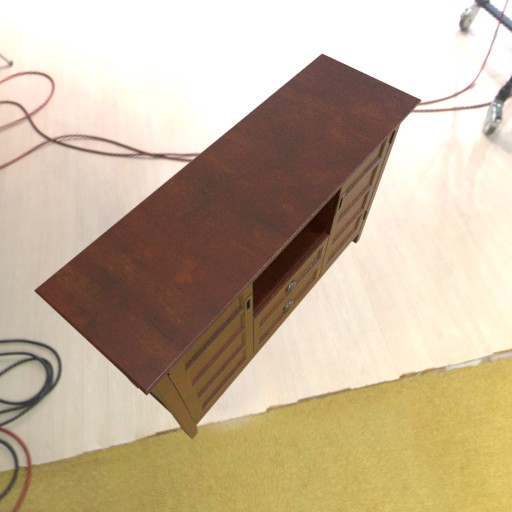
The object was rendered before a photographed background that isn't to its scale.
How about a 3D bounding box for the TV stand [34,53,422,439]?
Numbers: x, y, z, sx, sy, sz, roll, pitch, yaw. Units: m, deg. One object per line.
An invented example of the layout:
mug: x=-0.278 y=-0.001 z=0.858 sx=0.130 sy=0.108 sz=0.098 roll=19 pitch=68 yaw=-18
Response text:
TV stand: x=0.000 y=0.000 z=1.799 sx=0.445 sy=0.915 sz=1.372 roll=35 pitch=64 yaw=19
